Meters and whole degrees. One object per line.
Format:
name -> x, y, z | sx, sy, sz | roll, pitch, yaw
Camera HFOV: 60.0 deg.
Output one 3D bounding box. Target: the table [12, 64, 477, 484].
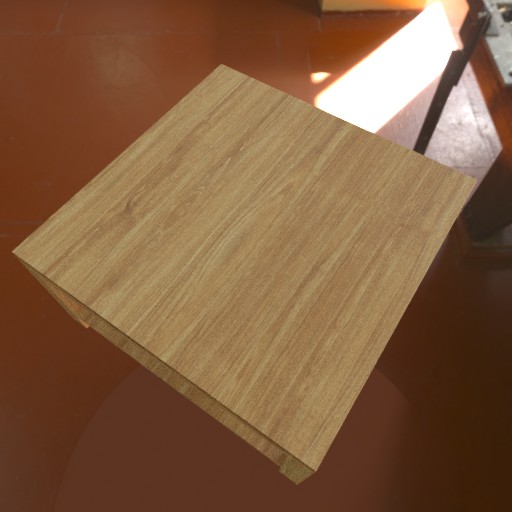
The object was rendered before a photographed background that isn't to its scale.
table -> 0.000, 0.000, 1.386 | 0.900, 0.450, 0.900 | 30, 64, 16
